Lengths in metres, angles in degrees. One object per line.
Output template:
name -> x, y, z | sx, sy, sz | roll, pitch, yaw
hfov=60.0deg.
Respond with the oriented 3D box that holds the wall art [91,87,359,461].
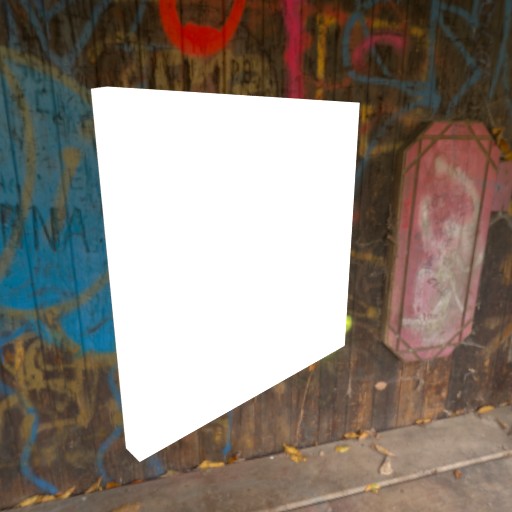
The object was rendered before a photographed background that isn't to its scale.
wall art -> 0.000, 0.000, 0.526 | 0.355, 0.355, 0.027 | -15, 22, -42
